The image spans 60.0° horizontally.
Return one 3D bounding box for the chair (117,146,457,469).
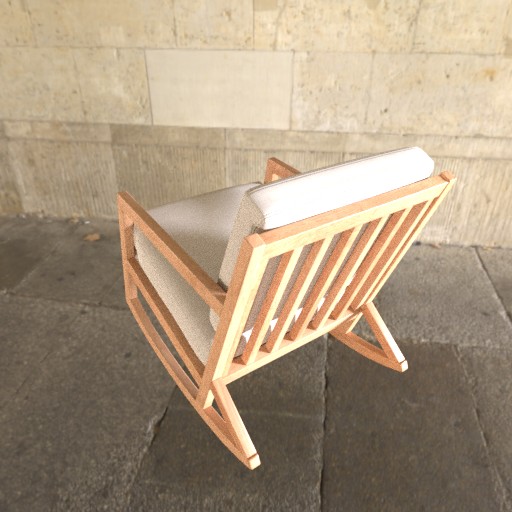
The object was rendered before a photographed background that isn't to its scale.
[{"bbox_3d":[0.000,0.000,1.413,0.622,0.790,0.857,-20,36,-30],"label":"chair"}]
